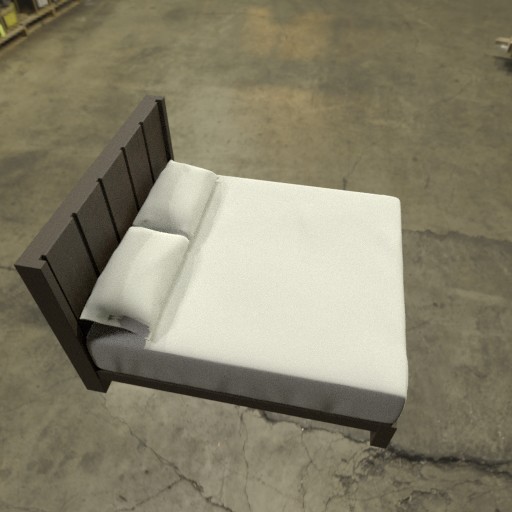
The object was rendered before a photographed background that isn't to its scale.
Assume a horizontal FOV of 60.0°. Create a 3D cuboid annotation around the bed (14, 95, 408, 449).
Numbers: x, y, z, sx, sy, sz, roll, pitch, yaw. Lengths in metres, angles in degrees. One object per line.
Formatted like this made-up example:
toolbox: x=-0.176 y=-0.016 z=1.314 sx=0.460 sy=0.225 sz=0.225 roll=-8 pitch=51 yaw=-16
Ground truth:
bed: x=0.000 y=0.000 z=3.002 sx=1.992 sy=1.261 sz=1.735 roll=8 pitch=47 yaw=8
